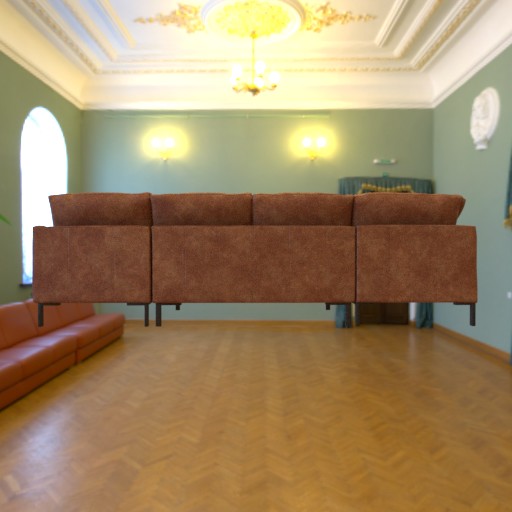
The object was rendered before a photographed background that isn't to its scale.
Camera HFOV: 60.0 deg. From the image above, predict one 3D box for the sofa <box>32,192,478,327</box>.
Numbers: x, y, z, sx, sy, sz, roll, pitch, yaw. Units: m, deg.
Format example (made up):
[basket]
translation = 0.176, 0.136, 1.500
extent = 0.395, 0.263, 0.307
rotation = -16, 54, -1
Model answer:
[sofa]
translation = 0.000, 0.000, 3.848
extent = 2.956, 0.900, 1.939
rotation = 0, 1, -1
